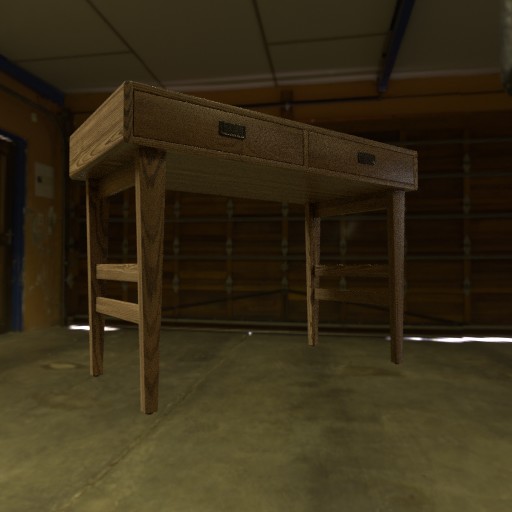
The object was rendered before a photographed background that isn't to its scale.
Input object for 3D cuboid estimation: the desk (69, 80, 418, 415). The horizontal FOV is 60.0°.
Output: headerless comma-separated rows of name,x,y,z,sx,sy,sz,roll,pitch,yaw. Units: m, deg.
desk,0.000,0.000,1.479,1.067,0.755,0.508,1,-2,-35
